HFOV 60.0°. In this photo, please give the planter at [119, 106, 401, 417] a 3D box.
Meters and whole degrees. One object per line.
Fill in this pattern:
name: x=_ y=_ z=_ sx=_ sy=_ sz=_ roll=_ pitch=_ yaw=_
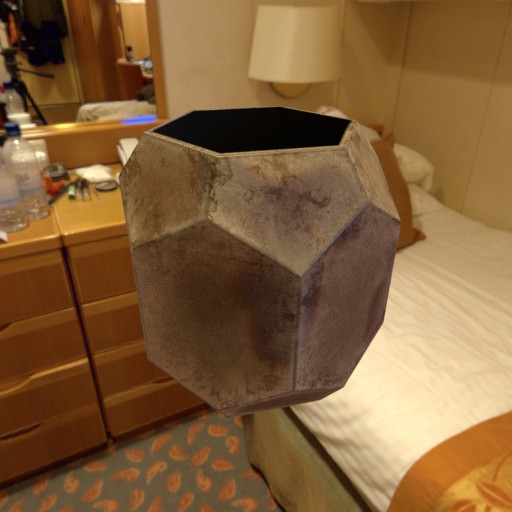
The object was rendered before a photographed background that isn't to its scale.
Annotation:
planter: x=0.000 y=0.000 z=0.411 sx=0.243 sy=0.238 sz=0.221 roll=8 pitch=30 yaw=14
